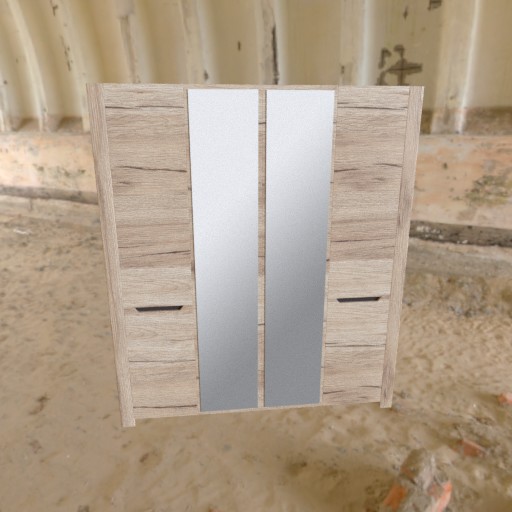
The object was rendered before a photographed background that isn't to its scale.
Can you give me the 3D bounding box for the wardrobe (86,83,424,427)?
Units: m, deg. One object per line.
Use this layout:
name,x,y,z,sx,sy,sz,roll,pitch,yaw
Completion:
wardrobe,0.000,0.000,2.920,1.810,2.070,0.580,-2,17,-6
